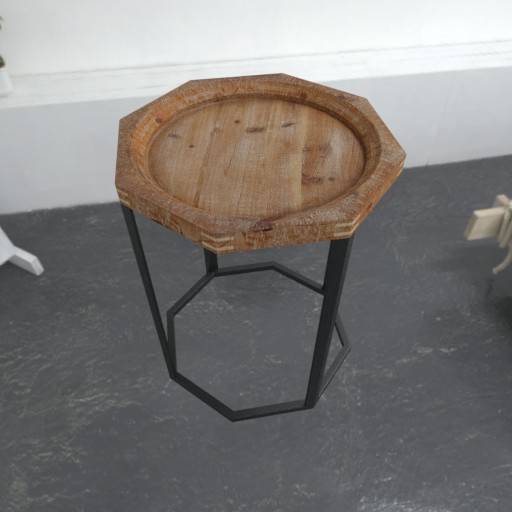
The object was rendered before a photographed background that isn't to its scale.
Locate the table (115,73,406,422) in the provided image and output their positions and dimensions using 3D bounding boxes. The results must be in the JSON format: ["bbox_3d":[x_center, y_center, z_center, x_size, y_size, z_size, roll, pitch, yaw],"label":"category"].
[{"bbox_3d":[0.000,0.000,0.888,0.458,0.543,0.458,-25,51,-22],"label":"table"}]
